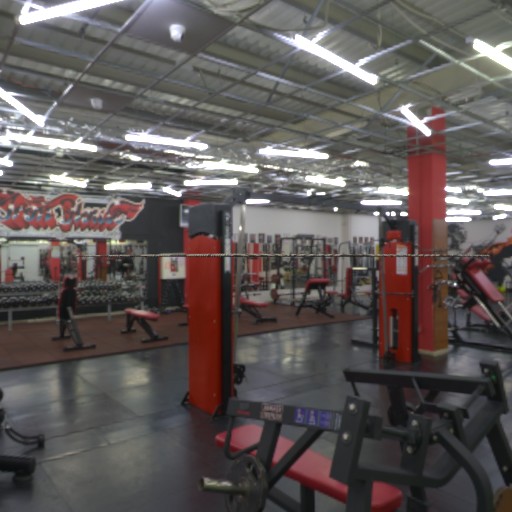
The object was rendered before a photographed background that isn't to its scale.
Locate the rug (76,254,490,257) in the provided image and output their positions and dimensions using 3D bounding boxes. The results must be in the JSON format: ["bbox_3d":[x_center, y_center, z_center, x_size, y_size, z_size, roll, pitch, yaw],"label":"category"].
[{"bbox_3d":[0.000,0.000,4.066,2.438,0.016,3.048,0,0,-35],"label":"rug"}]
